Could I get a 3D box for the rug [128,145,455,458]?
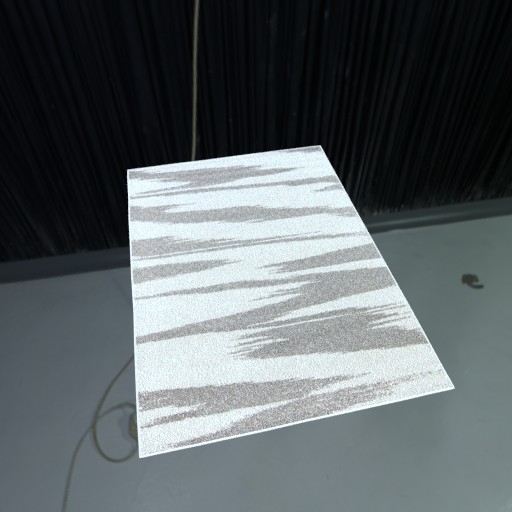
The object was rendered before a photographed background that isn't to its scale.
[{"bbox_3d":[0.000,0.000,2.765,1.533,0.010,2.142,-9,48,-8],"label":"rug"}]
